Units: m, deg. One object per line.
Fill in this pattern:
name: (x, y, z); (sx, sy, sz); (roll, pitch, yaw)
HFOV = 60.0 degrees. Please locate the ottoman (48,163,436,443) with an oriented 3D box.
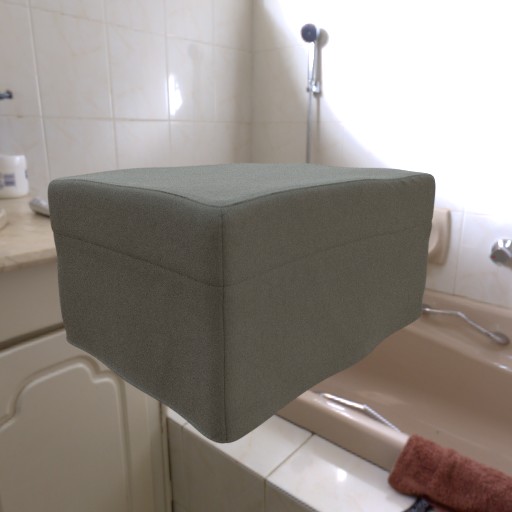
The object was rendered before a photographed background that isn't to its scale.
ottoman: (0.000, 0.000, 1.209); (0.648, 0.461, 0.833); (14, 20, 41)
